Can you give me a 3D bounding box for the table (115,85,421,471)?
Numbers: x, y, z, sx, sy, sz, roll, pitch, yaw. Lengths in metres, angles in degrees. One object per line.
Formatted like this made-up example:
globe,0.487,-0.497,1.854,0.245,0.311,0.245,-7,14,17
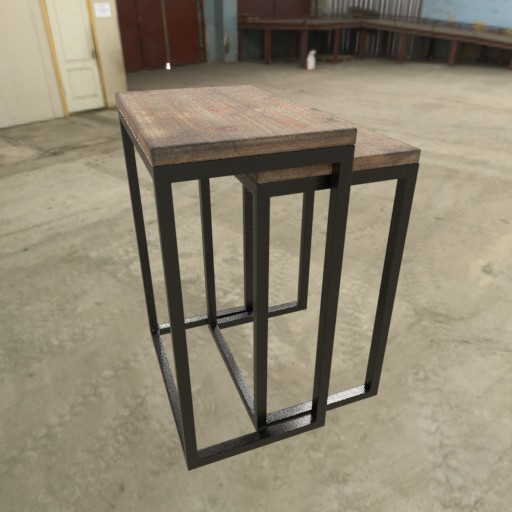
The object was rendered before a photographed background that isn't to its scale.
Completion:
table,0.000,0.000,0.935,0.460,0.615,0.456,-9,30,-16
